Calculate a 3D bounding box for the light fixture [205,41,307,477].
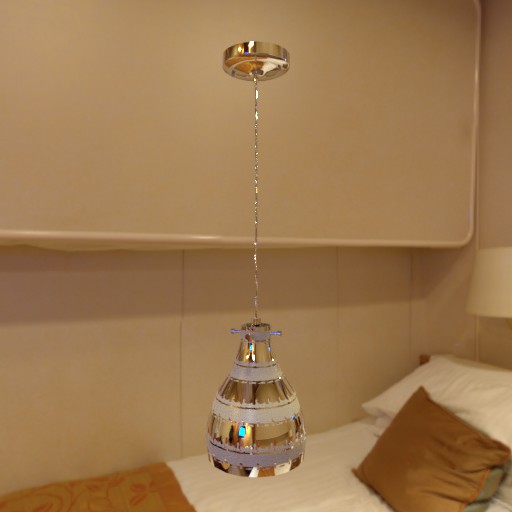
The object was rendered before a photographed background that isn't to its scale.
[{"bbox_3d":[0.000,0.000,1.632,0.374,1.457,0.374,0,0,17],"label":"light fixture"}]
